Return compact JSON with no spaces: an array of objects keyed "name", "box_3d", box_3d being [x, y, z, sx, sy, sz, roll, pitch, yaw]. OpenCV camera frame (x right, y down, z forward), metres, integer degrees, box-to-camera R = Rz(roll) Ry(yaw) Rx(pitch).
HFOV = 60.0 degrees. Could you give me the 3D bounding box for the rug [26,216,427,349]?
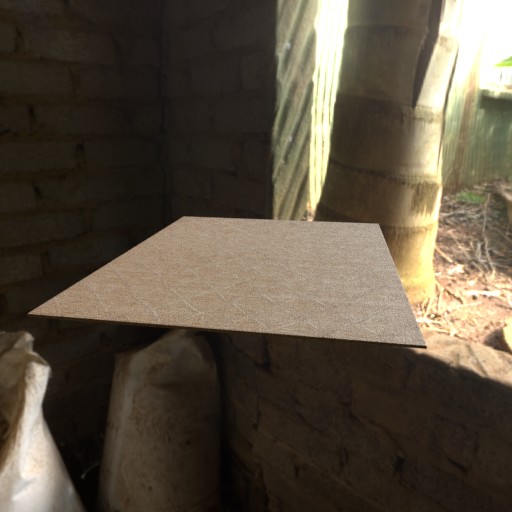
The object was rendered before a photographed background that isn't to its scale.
[{"name":"rug","box_3d":[0.000,0.000,4.034,2.420,0.019,3.039,3,17,10]}]
